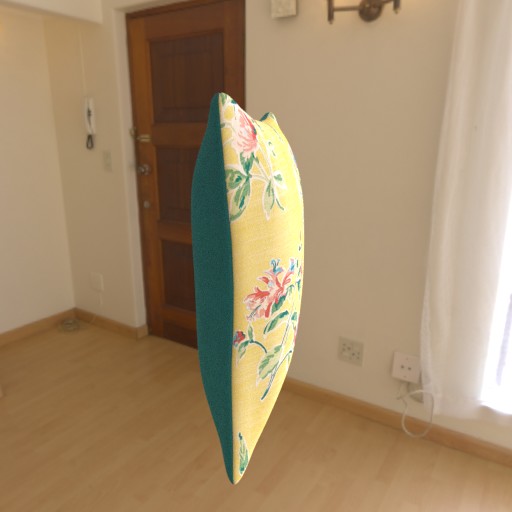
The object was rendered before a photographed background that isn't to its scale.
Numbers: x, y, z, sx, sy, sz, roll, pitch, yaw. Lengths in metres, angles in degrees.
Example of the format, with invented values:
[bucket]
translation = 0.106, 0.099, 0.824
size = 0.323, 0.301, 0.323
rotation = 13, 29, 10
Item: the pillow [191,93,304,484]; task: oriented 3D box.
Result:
[pillow]
translation = 0.000, 0.000, 0.788
size = 0.166, 0.508, 0.525
rotation = 2, 16, 7
